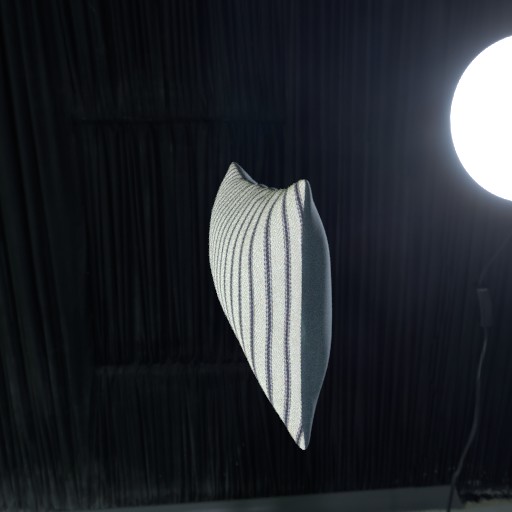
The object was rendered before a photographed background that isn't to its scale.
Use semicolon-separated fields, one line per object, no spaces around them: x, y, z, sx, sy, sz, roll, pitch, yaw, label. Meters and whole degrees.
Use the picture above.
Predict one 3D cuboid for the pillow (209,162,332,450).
0.000;0.000;0.746;0.151;0.305;0.609;-2;15;-9;pillow
